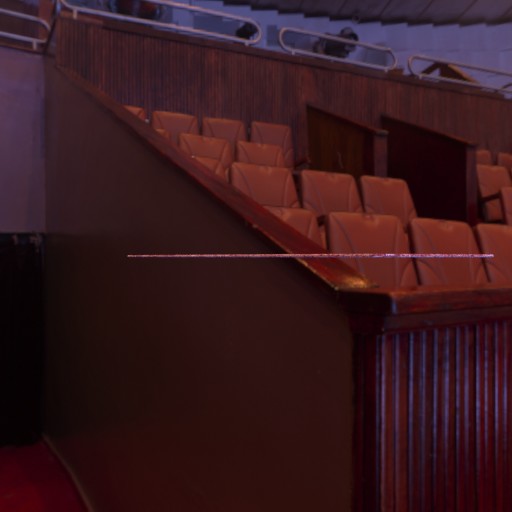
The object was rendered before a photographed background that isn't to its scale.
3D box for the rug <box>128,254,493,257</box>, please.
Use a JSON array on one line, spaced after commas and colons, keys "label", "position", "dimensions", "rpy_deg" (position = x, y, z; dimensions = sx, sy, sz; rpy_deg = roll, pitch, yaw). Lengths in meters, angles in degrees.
[{"label": "rug", "position": [0.000, 0.000, 2.651], "dimensions": [0.750, 0.011, 2.435], "rpy_deg": [0, 0, -35]}]
